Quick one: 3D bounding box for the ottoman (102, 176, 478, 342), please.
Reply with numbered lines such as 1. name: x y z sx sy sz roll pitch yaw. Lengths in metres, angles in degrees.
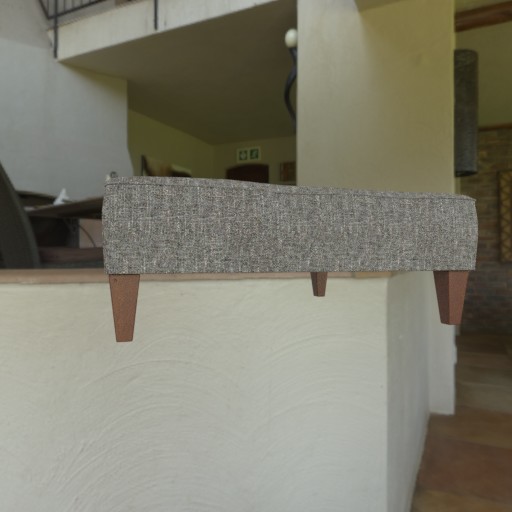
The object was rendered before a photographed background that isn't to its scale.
1. ottoman: 0.000 0.000 1.542 0.981 0.379 1.016 0 0 -16
